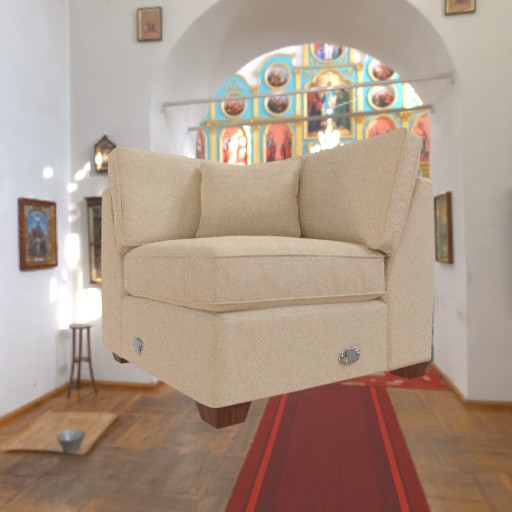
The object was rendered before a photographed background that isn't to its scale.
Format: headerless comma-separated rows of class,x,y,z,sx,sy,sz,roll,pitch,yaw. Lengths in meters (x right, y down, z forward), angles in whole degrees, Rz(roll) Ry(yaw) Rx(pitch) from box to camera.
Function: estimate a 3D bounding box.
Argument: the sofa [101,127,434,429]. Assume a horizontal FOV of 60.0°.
sofa,0.000,0.000,1.975,1.084,1.002,1.146,0,0,-35
